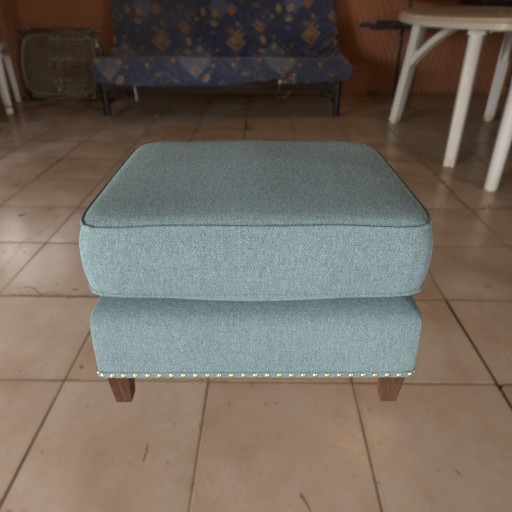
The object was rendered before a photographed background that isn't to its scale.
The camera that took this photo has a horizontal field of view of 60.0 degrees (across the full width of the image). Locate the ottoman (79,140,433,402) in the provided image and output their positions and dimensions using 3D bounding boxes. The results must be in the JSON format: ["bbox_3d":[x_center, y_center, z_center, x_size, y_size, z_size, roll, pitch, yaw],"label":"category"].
[{"bbox_3d":[0.000,0.000,1.180,0.738,0.537,0.589,0,30,0],"label":"ottoman"}]
